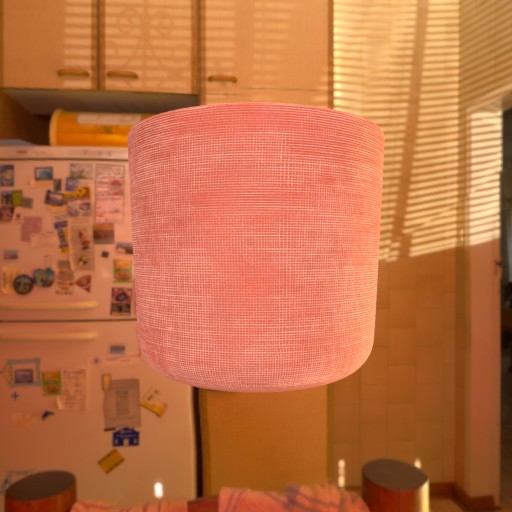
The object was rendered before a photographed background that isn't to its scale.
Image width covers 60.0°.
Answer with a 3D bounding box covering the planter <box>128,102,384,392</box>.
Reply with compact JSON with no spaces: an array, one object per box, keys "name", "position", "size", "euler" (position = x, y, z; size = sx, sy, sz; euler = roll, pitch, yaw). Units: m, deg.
[{"name":"planter","position":[0.000,0.000,0.791],"size":[0.440,0.398,0.440],"euler":[0,0,0]}]
